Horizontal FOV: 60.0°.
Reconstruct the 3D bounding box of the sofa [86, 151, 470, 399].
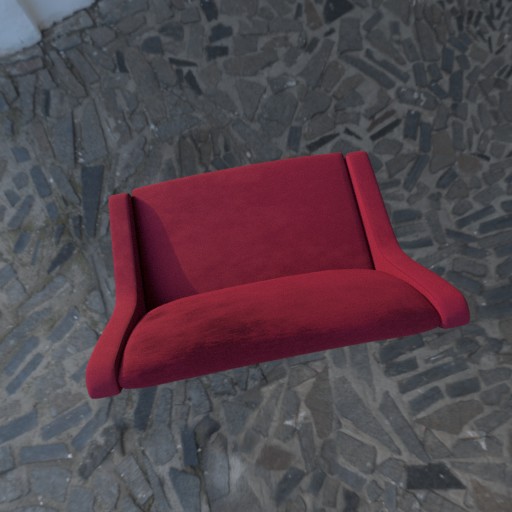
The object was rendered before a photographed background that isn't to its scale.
[{"bbox_3d":[0.000,0.000,1.954,1.242,0.976,0.946,-11,75,-3],"label":"sofa"}]
